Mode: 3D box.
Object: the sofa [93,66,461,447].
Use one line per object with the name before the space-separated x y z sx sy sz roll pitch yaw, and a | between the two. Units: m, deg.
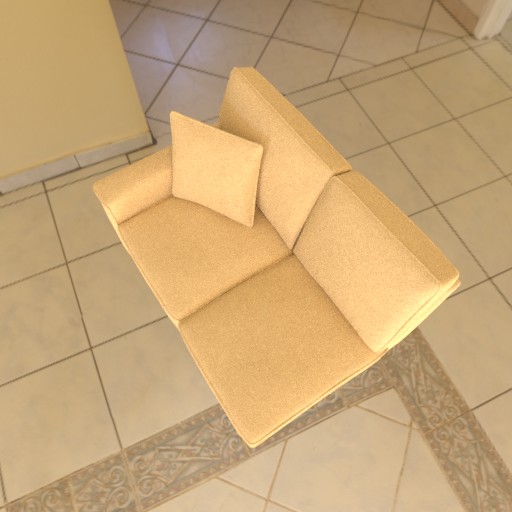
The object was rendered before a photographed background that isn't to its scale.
sofa | 0.000 0.000 2.095 0.991 0.989 1.388 -31 67 -15
